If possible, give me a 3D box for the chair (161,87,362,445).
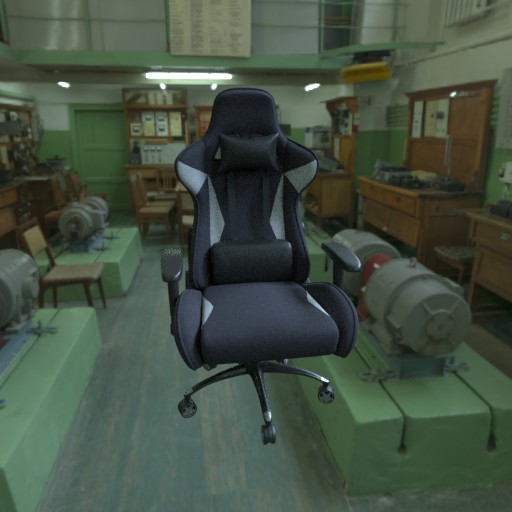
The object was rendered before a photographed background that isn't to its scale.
[{"bbox_3d":[0.000,0.000,1.753,0.730,1.300,0.695,-3,16,-9],"label":"chair"}]
